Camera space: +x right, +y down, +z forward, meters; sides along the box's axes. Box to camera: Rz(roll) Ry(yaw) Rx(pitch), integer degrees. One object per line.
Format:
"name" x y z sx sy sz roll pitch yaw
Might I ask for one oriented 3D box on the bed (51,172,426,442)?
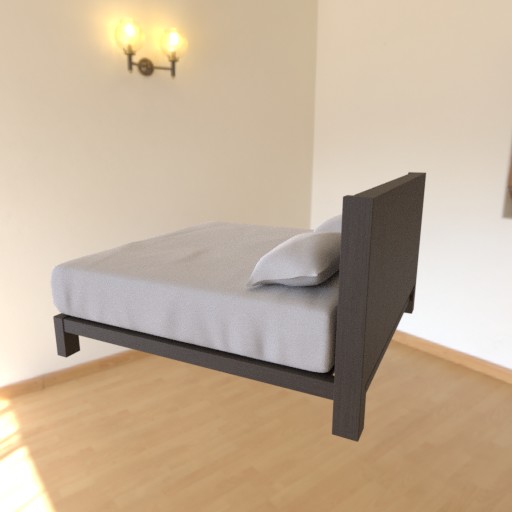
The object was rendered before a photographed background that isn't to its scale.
"bed" 0.000 0.000 3.551 2.238 1.261 2.143 7 16 26
